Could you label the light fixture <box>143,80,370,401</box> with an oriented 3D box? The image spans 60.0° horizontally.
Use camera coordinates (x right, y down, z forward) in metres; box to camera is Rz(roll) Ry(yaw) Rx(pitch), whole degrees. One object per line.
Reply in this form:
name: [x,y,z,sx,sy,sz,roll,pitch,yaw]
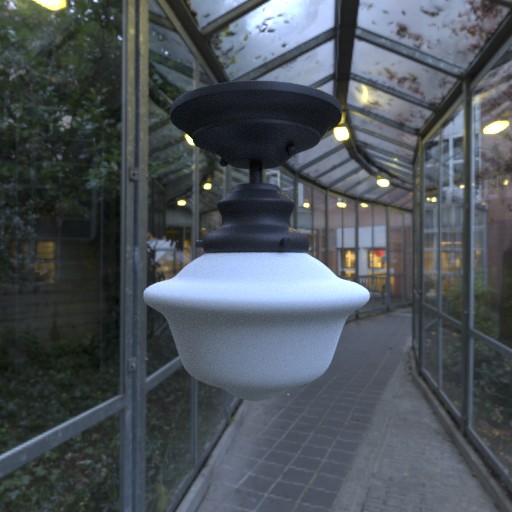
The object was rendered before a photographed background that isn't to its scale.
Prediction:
light fixture: [0.000,0.000,0.396,0.197,0.254,0.197,0,-1,0]
